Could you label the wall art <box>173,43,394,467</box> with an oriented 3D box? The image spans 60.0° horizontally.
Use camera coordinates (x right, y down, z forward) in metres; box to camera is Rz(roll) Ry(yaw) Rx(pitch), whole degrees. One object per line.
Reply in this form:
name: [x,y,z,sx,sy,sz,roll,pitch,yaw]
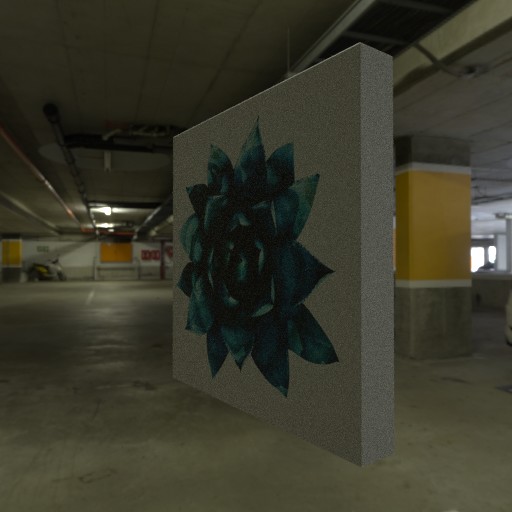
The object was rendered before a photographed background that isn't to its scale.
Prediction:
wall art: [0.000,0.000,0.451,0.038,0.305,0.305,0,-1,-36]
